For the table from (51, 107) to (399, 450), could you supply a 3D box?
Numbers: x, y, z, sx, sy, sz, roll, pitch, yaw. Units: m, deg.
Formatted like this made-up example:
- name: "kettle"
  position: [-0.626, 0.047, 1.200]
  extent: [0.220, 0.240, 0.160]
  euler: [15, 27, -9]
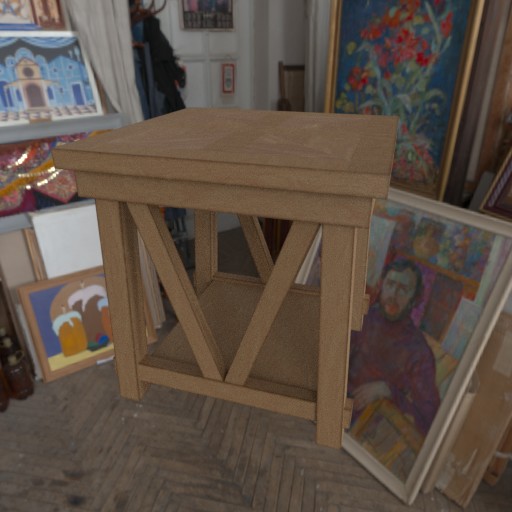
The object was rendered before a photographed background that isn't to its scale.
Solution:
- name: "table"
  position: [0.000, 0.000, 1.144]
  extent: [0.612, 0.638, 0.610]
  euler: [8, 27, 16]
